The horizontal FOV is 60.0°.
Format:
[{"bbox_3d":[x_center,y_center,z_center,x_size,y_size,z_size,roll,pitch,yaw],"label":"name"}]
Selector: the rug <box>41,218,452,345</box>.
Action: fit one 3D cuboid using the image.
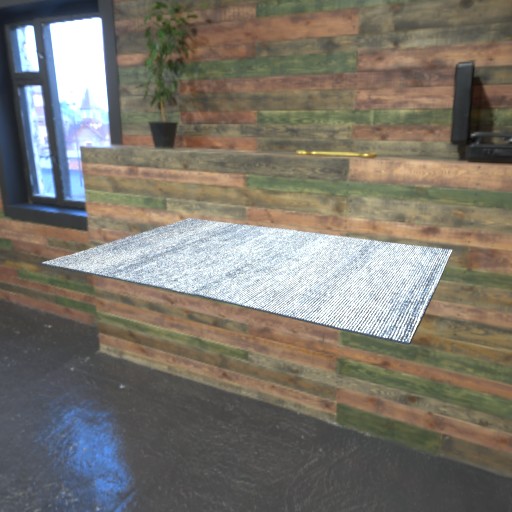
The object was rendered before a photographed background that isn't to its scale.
[{"bbox_3d":[0.000,0.000,3.051,2.349,0.030,1.624,9,19,27],"label":"rug"}]
